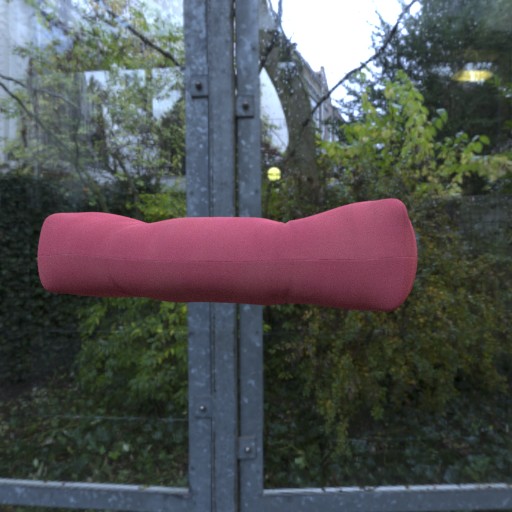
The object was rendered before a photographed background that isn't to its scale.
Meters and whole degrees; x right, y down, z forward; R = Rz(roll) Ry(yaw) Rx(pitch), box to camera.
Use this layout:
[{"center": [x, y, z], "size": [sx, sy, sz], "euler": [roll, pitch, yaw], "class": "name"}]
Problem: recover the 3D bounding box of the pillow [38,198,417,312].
[{"center": [0.000, 0.000, 0.732], "size": [0.490, 0.128, 0.468], "euler": [0, 0, 18], "class": "pillow"}]
